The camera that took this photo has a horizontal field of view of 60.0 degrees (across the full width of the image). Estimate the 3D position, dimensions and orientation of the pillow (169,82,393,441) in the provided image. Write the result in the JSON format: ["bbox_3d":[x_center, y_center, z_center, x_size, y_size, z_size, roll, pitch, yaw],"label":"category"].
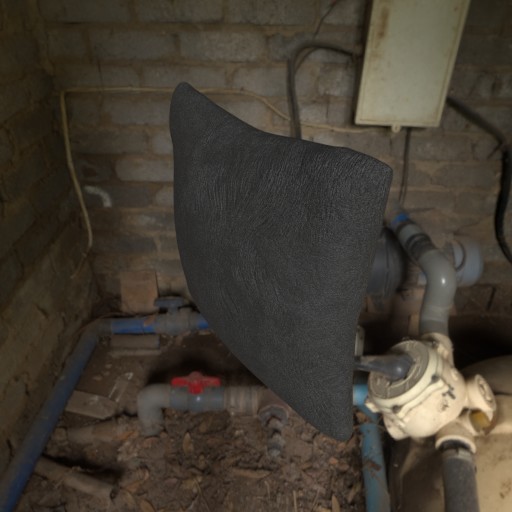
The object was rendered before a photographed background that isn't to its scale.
[{"bbox_3d":[0.000,0.000,0.808,0.210,0.523,0.533,-22,39,-30],"label":"pillow"}]
